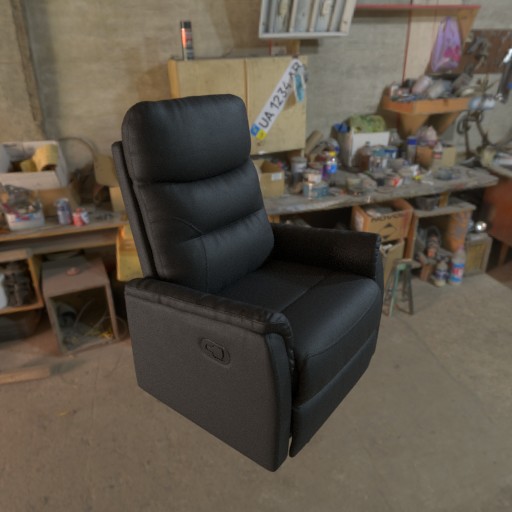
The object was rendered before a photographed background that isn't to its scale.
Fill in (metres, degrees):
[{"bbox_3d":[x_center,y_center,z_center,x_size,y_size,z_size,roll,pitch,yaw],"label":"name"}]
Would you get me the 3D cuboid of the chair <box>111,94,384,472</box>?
[{"bbox_3d":[0.000,0.000,1.627,0.831,1.082,0.775,18,30,33],"label":"chair"}]
